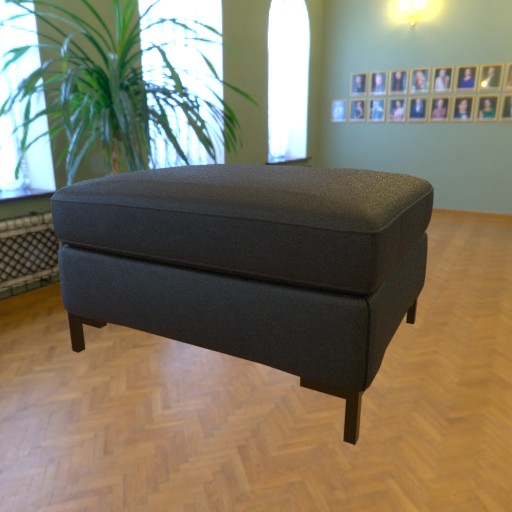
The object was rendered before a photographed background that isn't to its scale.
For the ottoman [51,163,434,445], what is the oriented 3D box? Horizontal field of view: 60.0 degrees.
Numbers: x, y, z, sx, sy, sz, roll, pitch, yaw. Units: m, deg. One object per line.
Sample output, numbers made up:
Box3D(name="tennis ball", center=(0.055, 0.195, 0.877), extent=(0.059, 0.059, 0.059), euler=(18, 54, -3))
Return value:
Box3D(name="ottoman", center=(0.000, 0.000, 1.779), extent=(1.187, 0.696, 0.967), euler=(8, 18, 27))
